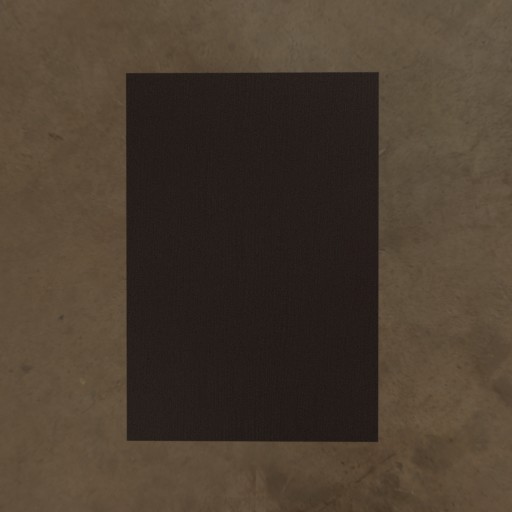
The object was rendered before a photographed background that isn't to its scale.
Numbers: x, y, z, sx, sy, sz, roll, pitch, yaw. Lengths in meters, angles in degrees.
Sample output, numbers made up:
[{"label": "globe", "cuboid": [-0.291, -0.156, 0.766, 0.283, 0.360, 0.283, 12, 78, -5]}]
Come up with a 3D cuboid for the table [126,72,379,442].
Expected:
[{"label": "table", "cuboid": [0.000, 0.000, 1.063, 0.408, 0.711, 0.589, 0, 90, 1]}]
